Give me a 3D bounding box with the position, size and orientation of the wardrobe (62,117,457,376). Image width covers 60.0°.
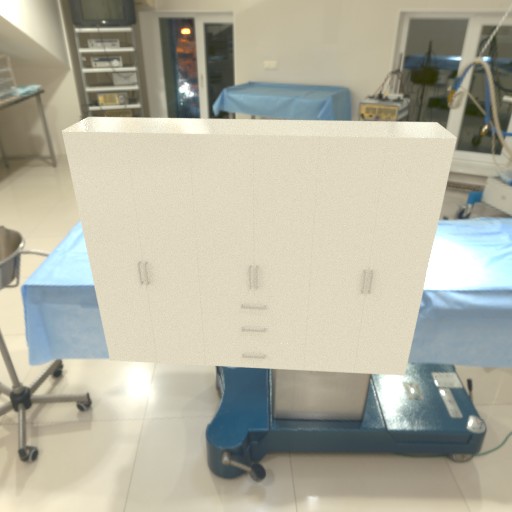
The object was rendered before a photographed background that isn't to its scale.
[{"bbox_3d":[0.000,0.000,4.125,3.000,2.360,0.580,2,29,4],"label":"wardrobe"}]
